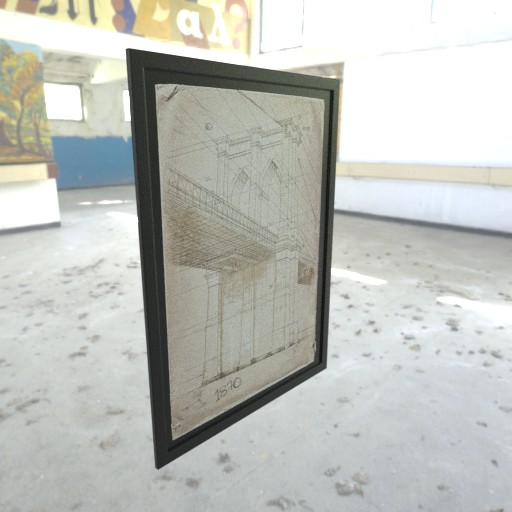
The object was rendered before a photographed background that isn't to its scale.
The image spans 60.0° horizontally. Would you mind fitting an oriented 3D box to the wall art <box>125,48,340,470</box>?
[{"bbox_3d":[0.000,0.000,1.225,0.013,0.967,0.707,15,21,43],"label":"wall art"}]
